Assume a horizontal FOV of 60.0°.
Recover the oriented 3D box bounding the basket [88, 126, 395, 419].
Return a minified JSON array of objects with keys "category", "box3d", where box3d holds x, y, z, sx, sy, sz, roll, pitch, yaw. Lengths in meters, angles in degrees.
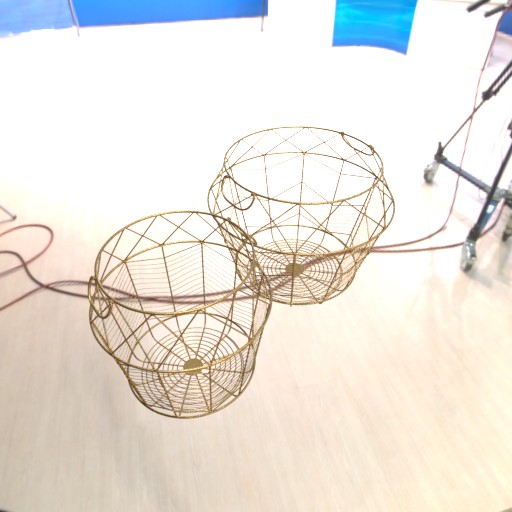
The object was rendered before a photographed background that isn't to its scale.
[{"category":"basket","box3d":[0.000,0.000,1.021,0.451,0.343,0.805,26,47,28]}]
